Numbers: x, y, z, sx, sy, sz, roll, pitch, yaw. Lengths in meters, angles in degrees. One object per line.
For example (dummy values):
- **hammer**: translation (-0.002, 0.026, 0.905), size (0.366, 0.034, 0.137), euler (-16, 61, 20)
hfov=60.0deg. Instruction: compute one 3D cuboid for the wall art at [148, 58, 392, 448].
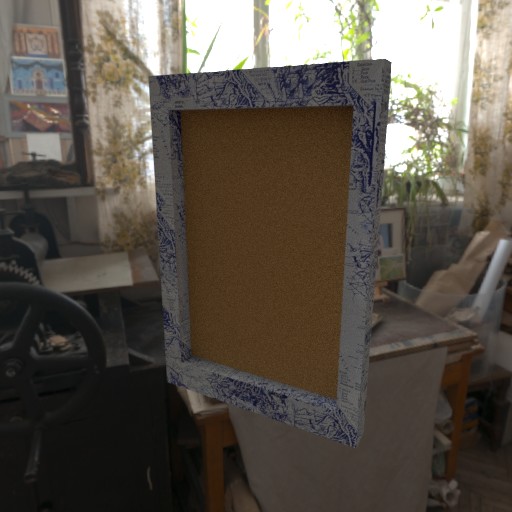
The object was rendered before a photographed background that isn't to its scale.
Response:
- **wall art**: translation (0.000, 0.000, 0.481), size (0.255, 0.376, 0.025), euler (9, 18, 28)
